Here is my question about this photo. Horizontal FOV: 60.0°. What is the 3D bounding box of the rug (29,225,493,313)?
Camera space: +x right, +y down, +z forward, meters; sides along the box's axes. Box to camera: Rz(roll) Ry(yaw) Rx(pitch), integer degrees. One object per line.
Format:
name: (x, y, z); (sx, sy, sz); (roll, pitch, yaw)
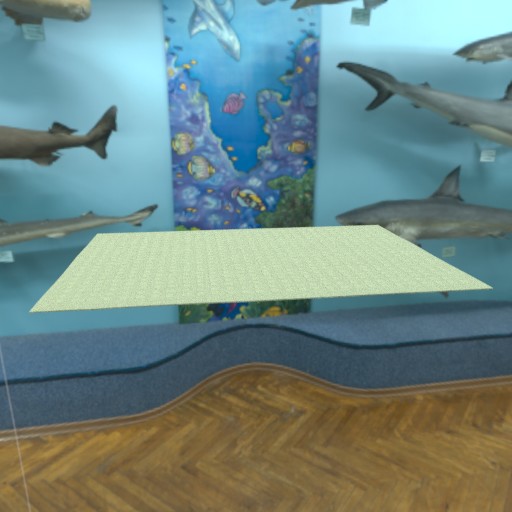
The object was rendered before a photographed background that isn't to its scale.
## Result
rug: (0.000, 0.000, 2.192); (1.747, 0.006, 1.143); (-2, 17, -7)
